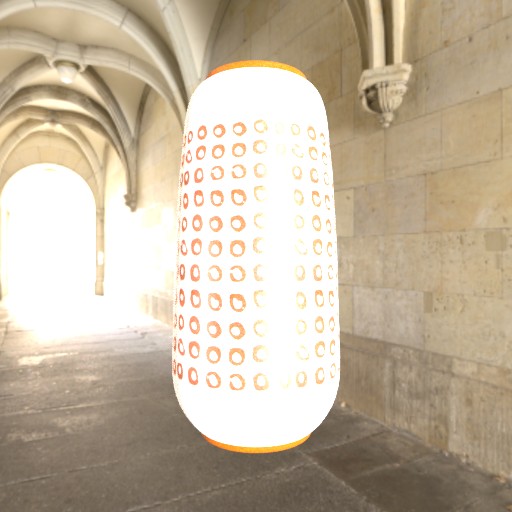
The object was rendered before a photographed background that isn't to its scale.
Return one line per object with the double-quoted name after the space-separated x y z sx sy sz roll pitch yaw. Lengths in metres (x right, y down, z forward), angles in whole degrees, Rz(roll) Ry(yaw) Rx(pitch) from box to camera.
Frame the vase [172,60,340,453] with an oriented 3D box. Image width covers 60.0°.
0.000 0.000 0.359 0.133 0.282 0.133 0 0 0 "vase"
